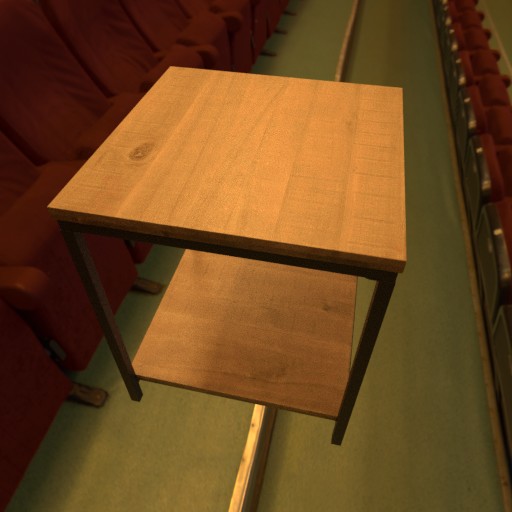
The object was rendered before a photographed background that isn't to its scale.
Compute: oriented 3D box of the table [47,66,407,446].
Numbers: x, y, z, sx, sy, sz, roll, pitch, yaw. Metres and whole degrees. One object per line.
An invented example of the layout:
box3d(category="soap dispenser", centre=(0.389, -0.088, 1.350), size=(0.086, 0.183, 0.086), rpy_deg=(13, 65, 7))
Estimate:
box3d(category="table", centre=(0.000, 0.000, 0.981), size=(0.503, 0.589, 0.507), rpy_deg=(9, 46, 9))
